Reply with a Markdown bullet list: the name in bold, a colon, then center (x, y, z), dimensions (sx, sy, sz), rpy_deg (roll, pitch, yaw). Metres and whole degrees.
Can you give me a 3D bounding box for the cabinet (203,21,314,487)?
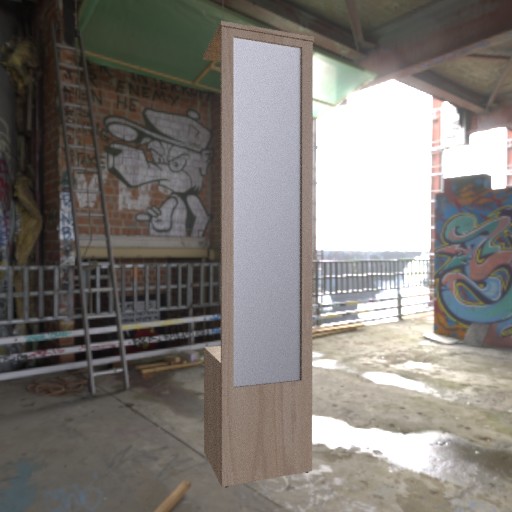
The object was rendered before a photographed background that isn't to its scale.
- **cabinet**: center (0.000, 0.000, 2.001), dimensions (0.411, 1.879, 0.338), rpy_deg (0, 1, -19)
